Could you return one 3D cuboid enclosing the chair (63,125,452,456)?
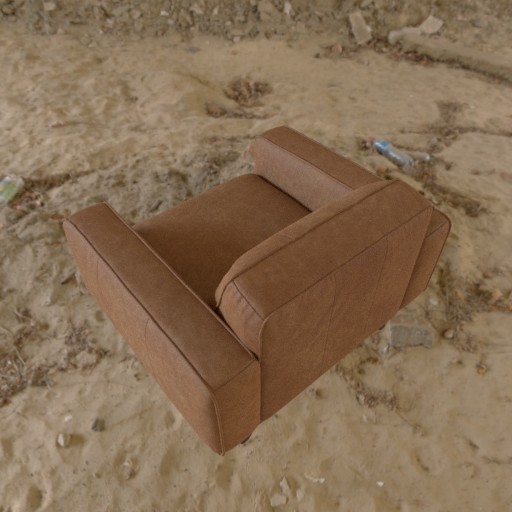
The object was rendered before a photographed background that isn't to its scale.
[{"bbox_3d":[0.000,0.000,1.728,1.118,0.782,0.952,-30,52,-27],"label":"chair"}]
